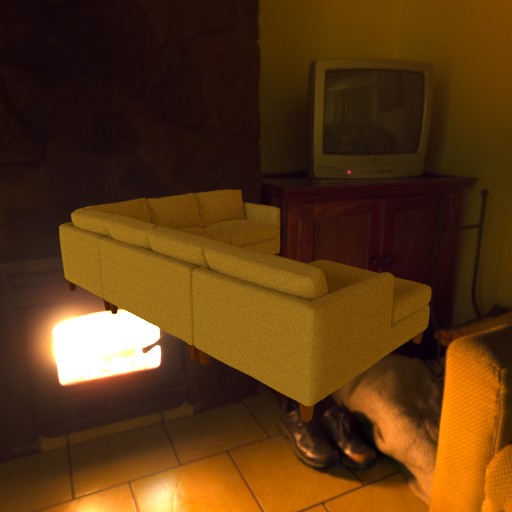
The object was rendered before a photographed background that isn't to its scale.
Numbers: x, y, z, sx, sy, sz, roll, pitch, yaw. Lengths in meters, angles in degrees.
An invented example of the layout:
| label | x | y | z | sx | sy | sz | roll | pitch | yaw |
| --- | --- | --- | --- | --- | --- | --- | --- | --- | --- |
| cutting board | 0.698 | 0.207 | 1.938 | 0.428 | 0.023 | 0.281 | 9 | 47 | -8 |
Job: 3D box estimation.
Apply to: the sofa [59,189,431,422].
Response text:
| label | x | y | z | sx | sy | sz | roll | pitch | yaw |
| --- | --- | --- | --- | --- | --- | --- | --- | --- | --- |
| sofa | 0.000 | 0.000 | 4.515 | 3.460 | 0.961 | 2.594 | 15 | 21 | 43 |
